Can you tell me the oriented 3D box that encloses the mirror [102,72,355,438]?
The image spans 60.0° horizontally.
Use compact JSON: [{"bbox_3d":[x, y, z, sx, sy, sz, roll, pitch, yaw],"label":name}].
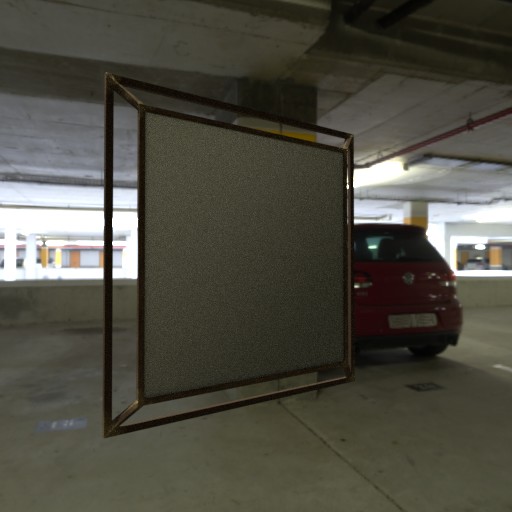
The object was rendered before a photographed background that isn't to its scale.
[{"bbox_3d":[0.000,0.000,0.911,0.610,0.610,0.032,1,-1,-36],"label":"mirror"}]
